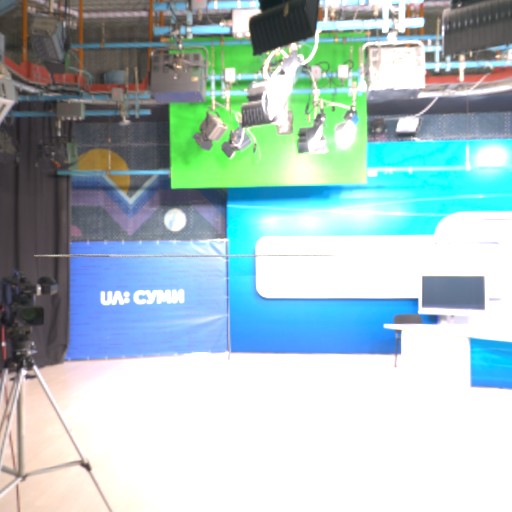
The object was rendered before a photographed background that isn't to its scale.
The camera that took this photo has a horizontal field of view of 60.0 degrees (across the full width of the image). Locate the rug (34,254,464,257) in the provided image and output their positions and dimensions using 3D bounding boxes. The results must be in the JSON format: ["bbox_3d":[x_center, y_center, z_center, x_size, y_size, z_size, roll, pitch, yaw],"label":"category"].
[{"bbox_3d":[0.000,0.000,2.963,2.442,0.016,1.527,0,0,-36],"label":"rug"}]
